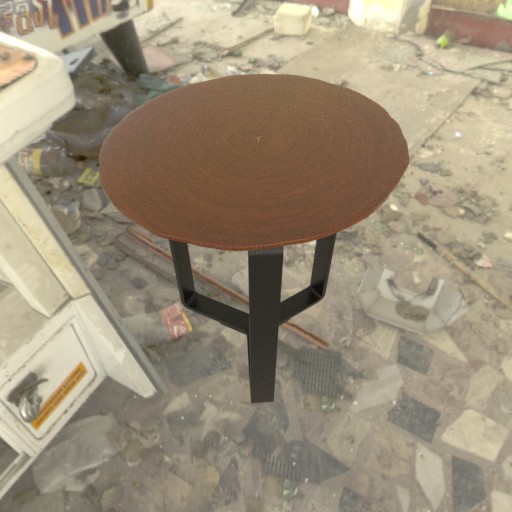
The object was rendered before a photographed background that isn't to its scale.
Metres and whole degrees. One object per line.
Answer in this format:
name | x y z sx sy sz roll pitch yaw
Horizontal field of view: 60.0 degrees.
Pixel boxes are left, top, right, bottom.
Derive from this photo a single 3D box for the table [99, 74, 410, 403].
table | 0.000 0.000 0.752 0.410 0.450 0.380 -26 52 -22
